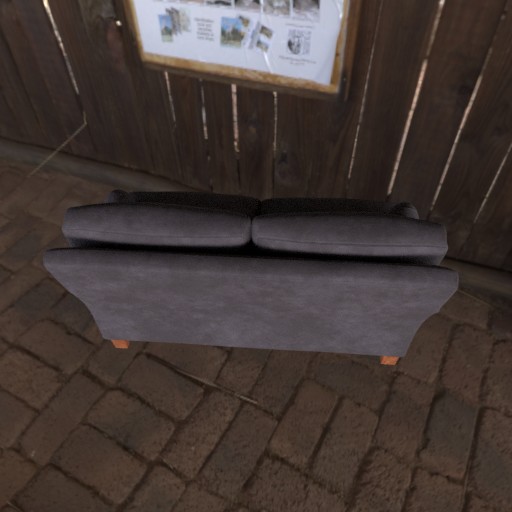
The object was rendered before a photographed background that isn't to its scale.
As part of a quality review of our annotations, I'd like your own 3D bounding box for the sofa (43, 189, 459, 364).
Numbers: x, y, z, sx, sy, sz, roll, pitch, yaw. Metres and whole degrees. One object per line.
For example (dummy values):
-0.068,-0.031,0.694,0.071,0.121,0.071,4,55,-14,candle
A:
0.000,0.000,2.552,1.853,1.101,1.084,3,47,3,sofa
